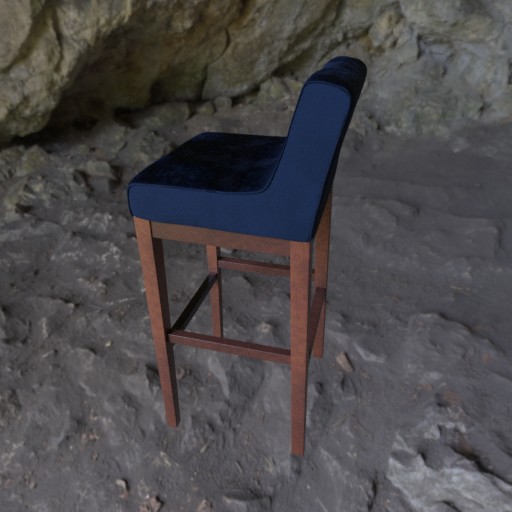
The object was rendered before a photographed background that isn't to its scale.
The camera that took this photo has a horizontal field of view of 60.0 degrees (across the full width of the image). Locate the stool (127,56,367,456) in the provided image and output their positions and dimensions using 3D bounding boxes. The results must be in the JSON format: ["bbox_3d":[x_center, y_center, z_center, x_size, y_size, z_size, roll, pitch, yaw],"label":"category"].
[{"bbox_3d":[0.000,0.000,1.283,0.500,1.037,0.511,7,30,13],"label":"stool"}]
